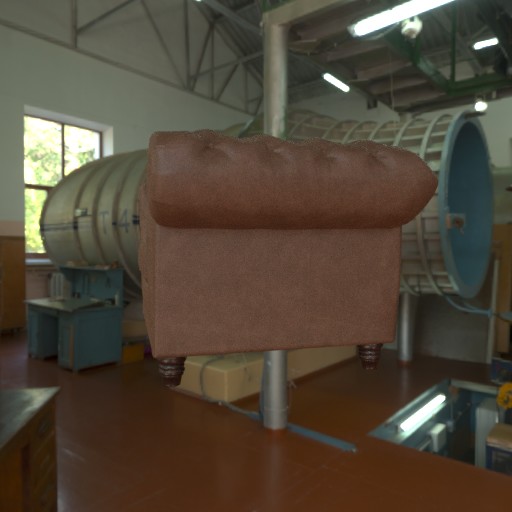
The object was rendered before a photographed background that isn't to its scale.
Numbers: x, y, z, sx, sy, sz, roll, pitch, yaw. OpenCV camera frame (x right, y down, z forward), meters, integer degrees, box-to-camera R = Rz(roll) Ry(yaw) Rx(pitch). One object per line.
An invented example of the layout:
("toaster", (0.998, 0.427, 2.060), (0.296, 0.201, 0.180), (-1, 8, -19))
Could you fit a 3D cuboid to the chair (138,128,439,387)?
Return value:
("chair", (0.000, 0.000, 1.881), (0.954, 0.784, 1.298), (0, 1, -16))
